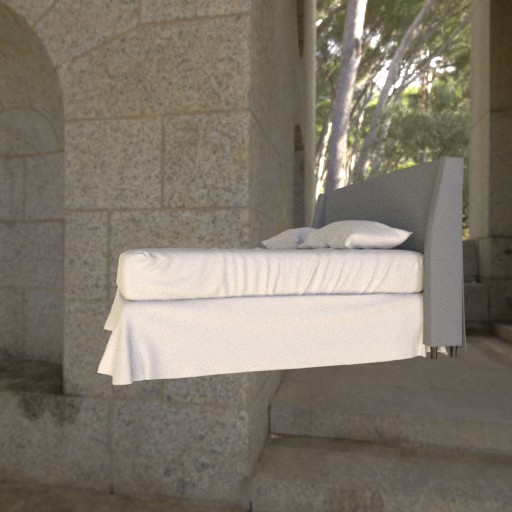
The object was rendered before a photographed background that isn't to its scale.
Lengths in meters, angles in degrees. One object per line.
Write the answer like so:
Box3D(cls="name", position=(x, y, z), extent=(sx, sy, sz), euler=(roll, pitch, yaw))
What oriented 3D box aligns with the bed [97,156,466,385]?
Box3D(cls="bed", position=(0.000, 0.000, 3.445), extent=(2.276, 1.332, 1.925), euler=(0, 0, -18))
